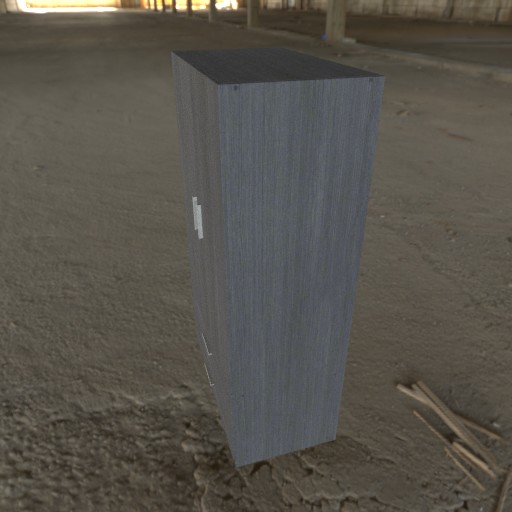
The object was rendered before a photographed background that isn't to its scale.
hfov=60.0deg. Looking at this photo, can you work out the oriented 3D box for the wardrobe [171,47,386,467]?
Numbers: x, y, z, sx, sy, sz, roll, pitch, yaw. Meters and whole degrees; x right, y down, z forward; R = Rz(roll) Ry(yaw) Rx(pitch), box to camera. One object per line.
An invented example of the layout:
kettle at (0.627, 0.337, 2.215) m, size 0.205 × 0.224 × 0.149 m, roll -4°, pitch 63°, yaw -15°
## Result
wardrobe at (0.000, 0.000, 2.232) m, size 0.577 × 1.808 × 0.991 m, roll -9°, pitch 31°, yaw -15°
